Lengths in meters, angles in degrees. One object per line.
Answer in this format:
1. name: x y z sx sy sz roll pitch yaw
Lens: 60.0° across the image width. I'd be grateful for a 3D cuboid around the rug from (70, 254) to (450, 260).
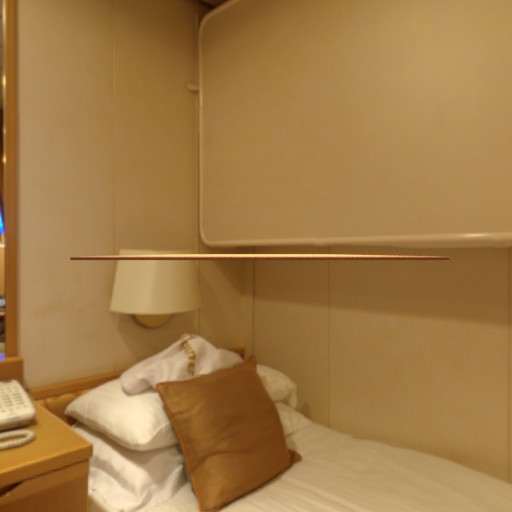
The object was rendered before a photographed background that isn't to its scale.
1. rug: 0.000 0.000 2.991 1.524 0.014 2.438 0 0 -1
